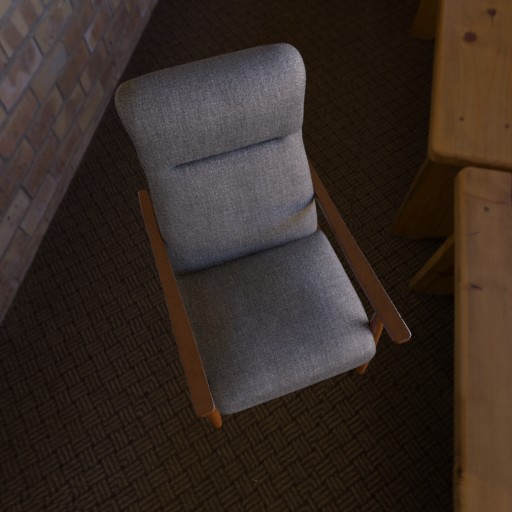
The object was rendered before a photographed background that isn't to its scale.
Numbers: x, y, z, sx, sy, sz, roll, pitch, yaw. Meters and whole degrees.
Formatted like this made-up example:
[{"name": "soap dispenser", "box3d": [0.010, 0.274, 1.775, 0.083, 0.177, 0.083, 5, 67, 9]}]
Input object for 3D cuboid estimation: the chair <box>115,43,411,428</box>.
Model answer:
[{"name": "chair", "box3d": [0.000, 0.000, 1.741, 0.762, 1.082, 1.030, -18, 65, -9]}]
